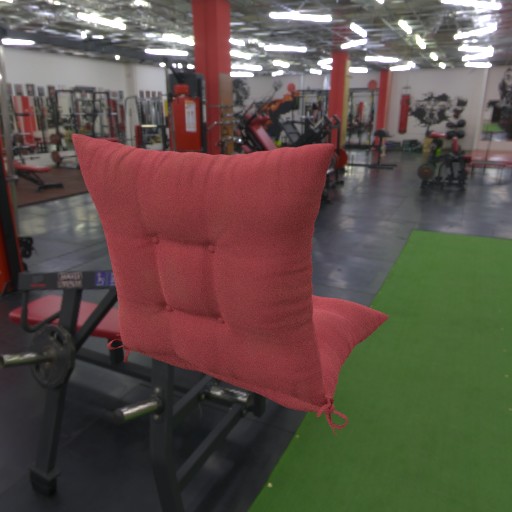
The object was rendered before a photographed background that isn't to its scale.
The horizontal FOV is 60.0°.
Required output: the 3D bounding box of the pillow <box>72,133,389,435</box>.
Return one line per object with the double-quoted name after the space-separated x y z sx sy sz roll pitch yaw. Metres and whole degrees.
0.000 0.000 0.991 0.541 0.536 0.585 9 20 27 "pillow"
